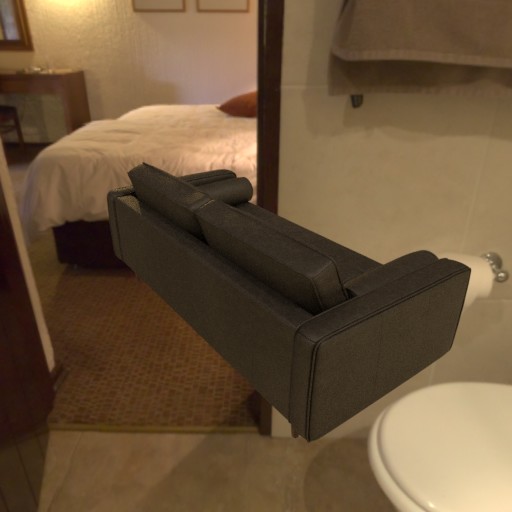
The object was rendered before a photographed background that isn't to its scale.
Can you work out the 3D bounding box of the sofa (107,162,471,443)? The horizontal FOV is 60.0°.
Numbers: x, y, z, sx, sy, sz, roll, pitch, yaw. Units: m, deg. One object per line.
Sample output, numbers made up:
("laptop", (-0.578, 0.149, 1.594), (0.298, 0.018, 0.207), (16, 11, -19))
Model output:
("sofa", (0.000, 0.000, 2.347), (0.921, 0.770, 1.879), (-18, 32, -32))
